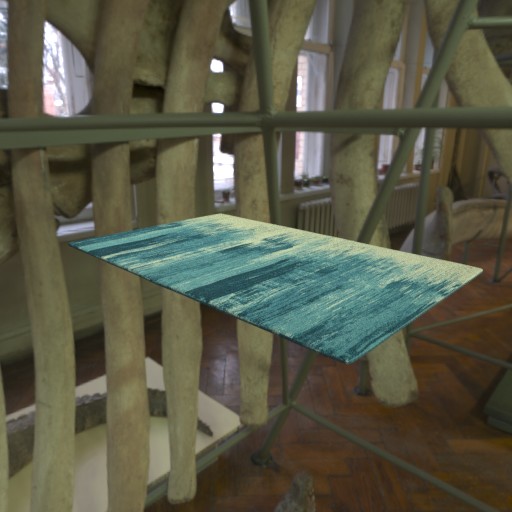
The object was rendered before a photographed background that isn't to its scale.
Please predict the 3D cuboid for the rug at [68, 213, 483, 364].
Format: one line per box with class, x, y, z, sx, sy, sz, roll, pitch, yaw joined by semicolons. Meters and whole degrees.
rug;0.000;0.000;3.011;2.450;0.027;1.540;16;23;42
